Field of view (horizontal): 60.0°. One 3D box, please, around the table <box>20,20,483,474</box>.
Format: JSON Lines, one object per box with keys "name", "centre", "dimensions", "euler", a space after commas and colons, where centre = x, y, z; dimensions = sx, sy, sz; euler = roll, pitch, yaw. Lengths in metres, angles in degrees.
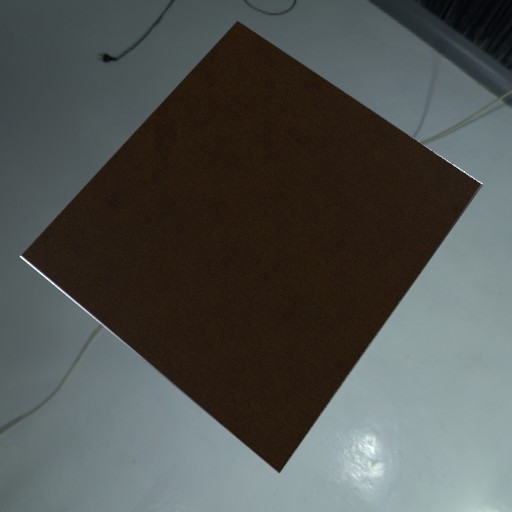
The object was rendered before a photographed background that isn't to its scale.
{"name": "table", "centre": [0.000, 0.000, 1.043], "dimensions": [0.560, 0.562, 0.602], "euler": [37, 79, 8]}
